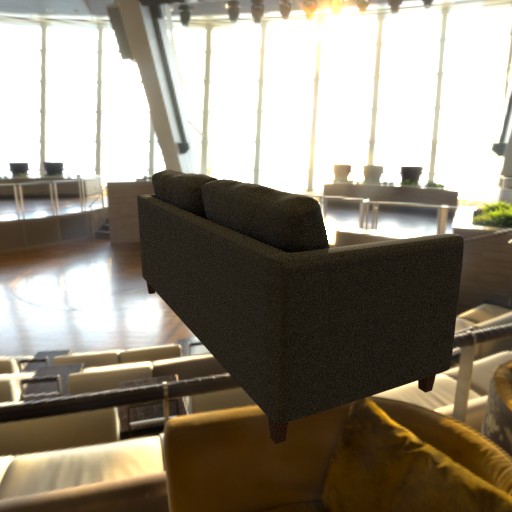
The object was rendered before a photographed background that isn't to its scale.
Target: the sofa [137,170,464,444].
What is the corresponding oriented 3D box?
[{"bbox_3d":[0.000,0.000,2.687,0.948,0.965,2.208,-7,16,-26],"label":"sofa"}]
